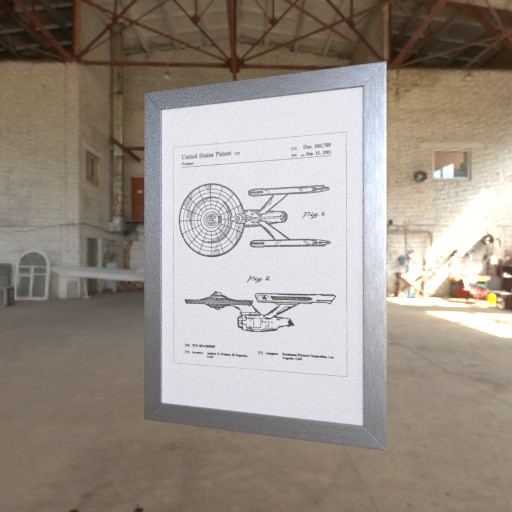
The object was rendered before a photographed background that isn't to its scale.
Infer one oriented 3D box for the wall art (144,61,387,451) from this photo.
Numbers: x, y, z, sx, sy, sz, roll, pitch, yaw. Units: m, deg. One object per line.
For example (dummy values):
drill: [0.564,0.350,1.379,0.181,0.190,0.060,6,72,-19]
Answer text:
wall art: [0.000,0.000,0.665,0.376,0.529,0.013,0,0,18]
